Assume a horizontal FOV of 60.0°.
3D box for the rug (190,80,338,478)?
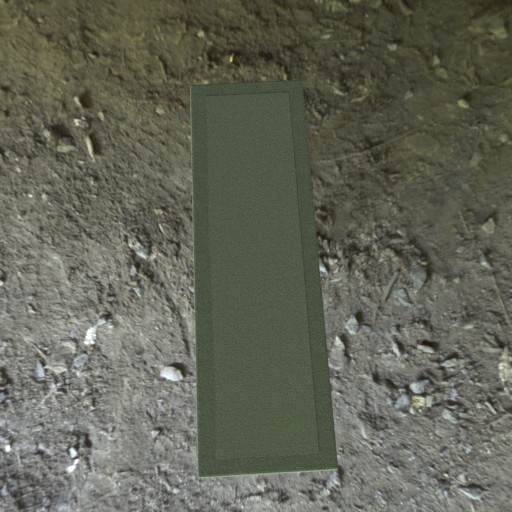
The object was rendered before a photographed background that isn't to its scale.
[{"bbox_3d":[0.000,0.000,2.691,0.759,0.012,2.430,-3,75,-1],"label":"rug"}]
